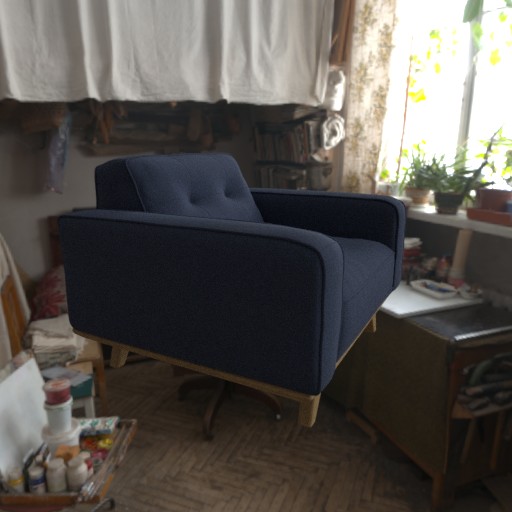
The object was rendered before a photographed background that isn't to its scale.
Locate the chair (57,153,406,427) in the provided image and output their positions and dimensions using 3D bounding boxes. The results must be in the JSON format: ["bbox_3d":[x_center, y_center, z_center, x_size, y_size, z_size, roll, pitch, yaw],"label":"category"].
[{"bbox_3d":[0.000,0.000,1.750,0.953,0.783,1.118,7,16,27],"label":"chair"}]
